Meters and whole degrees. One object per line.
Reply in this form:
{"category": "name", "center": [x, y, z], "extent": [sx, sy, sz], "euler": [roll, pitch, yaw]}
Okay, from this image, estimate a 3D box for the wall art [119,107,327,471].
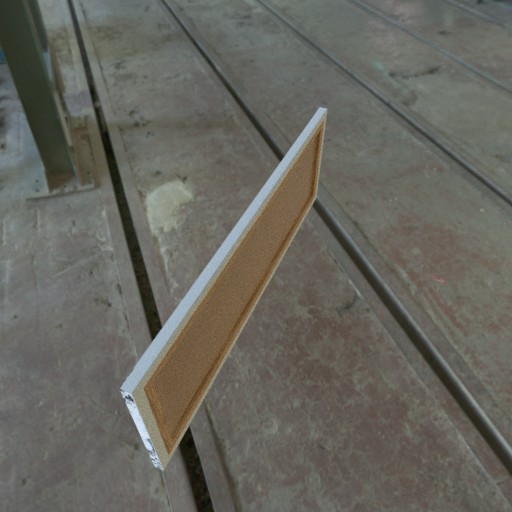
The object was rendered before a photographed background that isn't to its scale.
{"category": "wall art", "center": [0.000, 0.000, 1.711], "extent": [0.039, 0.507, 1.520], "euler": [18, 48, 16]}
